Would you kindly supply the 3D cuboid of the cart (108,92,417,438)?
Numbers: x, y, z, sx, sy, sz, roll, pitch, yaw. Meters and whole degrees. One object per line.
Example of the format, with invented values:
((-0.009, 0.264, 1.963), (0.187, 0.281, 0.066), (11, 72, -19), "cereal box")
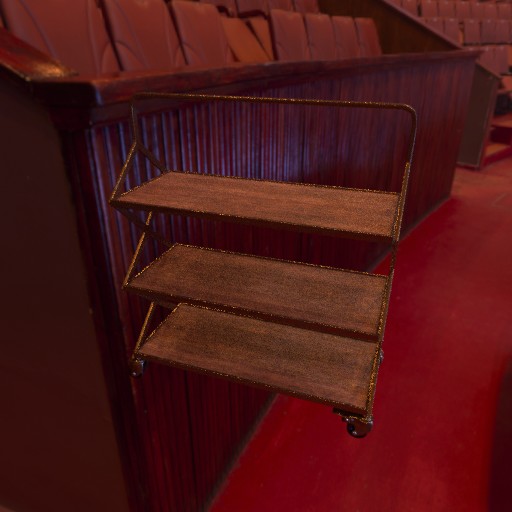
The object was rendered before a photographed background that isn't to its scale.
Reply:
((0.000, 0.000, 1.187), (0.723, 0.805, 0.313), (9, 28, 17), "cart")
